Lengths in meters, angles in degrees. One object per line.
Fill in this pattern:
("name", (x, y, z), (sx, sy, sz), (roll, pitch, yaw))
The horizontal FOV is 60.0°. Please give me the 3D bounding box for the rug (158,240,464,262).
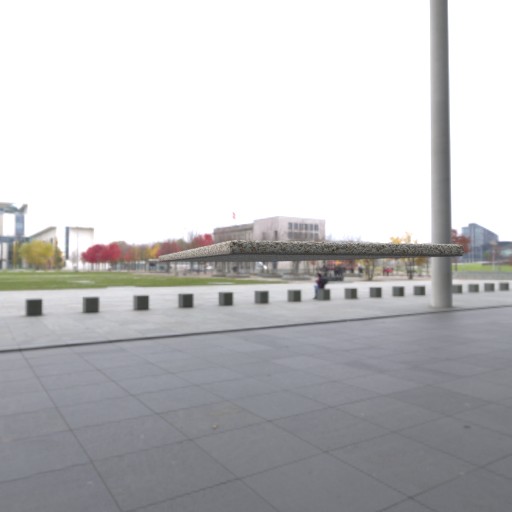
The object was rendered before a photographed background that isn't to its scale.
("rug", (0.000, 0.000, 1.731), (0.609, 0.030, 1.524), (0, -1, -18))
